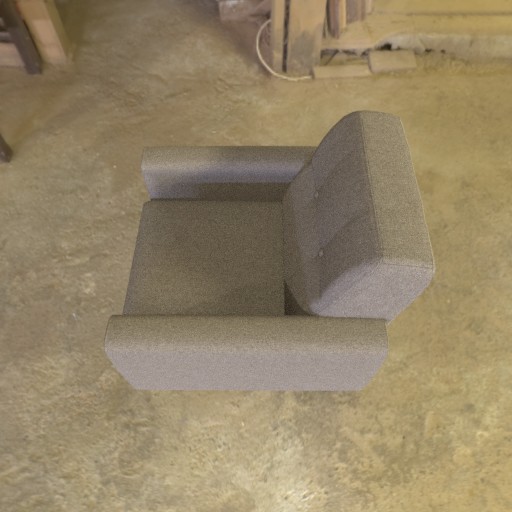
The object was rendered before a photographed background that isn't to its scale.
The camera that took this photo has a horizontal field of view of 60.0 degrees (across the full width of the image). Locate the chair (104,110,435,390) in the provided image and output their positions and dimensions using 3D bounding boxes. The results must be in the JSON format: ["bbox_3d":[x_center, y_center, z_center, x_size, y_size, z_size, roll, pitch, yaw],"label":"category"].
[{"bbox_3d":[0.000,0.000,1.572,0.907,0.839,0.831,1,58,0],"label":"chair"}]
